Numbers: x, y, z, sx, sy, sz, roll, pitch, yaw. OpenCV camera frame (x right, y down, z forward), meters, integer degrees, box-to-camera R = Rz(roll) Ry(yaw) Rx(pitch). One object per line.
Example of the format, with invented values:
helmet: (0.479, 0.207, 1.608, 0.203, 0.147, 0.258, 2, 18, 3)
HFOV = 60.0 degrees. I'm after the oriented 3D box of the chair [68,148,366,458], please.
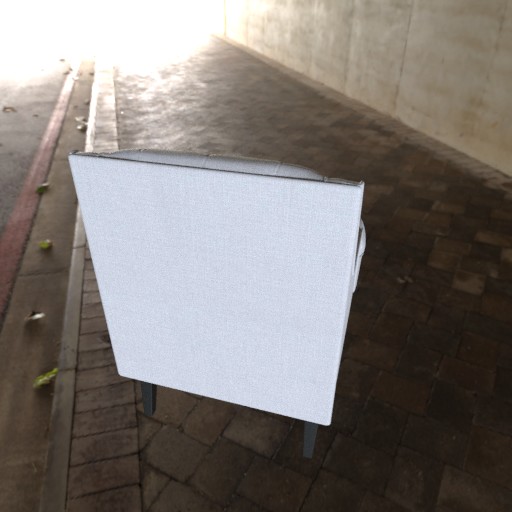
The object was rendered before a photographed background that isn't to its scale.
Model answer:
chair: (0.000, 0.000, 1.418, 0.658, 0.891, 0.772, 9, 33, 14)
